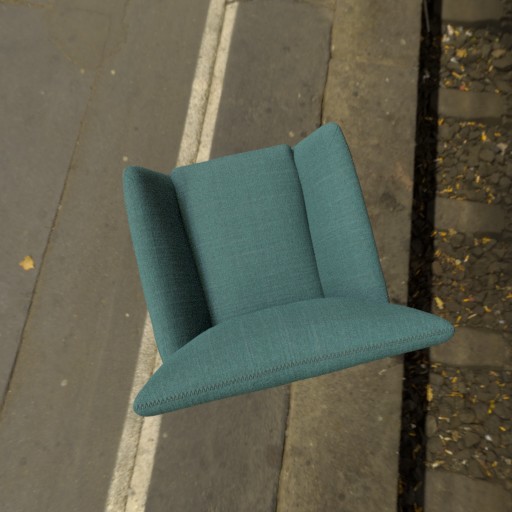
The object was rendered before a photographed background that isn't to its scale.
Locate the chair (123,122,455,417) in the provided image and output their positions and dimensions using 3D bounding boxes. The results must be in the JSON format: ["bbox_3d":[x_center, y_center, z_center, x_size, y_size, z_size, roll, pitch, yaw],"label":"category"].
[{"bbox_3d":[0.000,0.000,1.380,0.678,0.859,0.769,-13,76,-3],"label":"chair"}]
